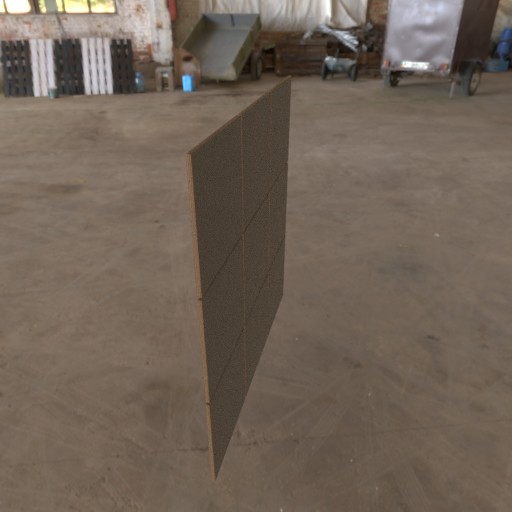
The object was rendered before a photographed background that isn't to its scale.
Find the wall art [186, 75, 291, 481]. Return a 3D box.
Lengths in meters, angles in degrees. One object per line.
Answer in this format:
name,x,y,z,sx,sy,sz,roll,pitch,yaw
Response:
wall art,0.000,0.000,1.816,0.013,1.216,1.216,8,31,13
